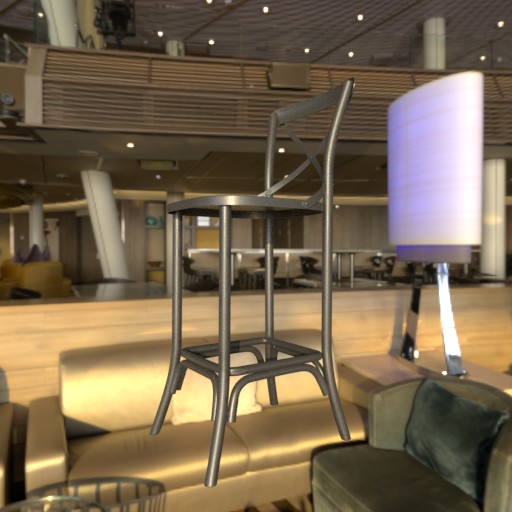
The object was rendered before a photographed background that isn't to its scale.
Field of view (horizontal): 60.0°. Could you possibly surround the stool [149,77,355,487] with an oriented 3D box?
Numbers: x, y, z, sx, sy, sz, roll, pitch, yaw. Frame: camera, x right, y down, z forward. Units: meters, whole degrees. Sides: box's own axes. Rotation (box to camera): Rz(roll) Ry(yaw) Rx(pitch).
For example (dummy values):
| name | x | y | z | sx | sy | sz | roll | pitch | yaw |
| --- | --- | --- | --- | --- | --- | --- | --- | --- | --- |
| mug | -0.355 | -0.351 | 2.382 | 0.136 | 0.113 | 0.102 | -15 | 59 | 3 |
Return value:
| name | x | y | z | sx | sy | sz | roll | pitch | yaw |
| --- | --- | --- | --- | --- | --- | --- | --- | --- | --- |
| stool | 0.000 | 0.000 | 1.453 | 0.584 | 1.168 | 0.457 | 0 | 1 | -34 |
